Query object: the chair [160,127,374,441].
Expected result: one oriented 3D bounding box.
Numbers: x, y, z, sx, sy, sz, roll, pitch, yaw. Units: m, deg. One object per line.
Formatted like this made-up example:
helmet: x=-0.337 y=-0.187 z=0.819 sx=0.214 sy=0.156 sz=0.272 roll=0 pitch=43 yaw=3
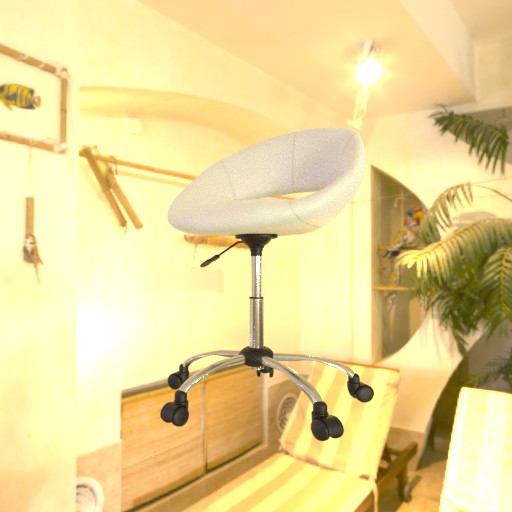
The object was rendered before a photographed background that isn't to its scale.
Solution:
chair: x=0.000 y=0.000 z=1.204 sx=0.612 sy=0.791 sz=0.538 roll=-1 pitch=-1 yaw=36
